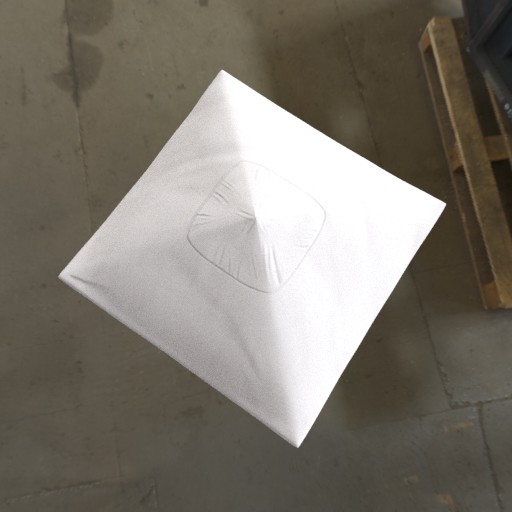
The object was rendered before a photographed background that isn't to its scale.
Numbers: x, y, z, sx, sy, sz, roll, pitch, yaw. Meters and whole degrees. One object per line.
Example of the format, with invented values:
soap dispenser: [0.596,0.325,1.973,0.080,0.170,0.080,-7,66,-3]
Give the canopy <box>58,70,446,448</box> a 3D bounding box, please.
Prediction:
canopy: [0.000,0.000,5.421,2.998,2.997,2.996,33,79,7]
